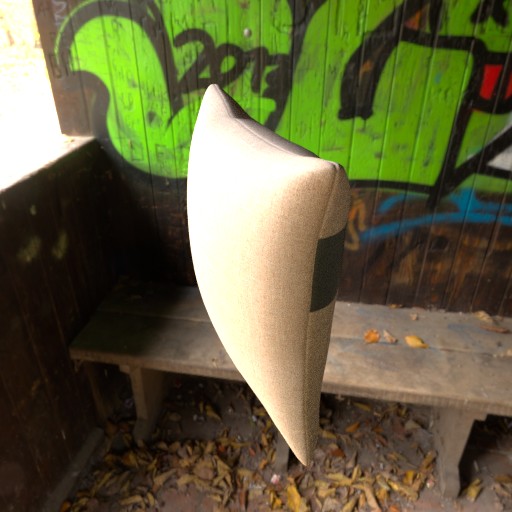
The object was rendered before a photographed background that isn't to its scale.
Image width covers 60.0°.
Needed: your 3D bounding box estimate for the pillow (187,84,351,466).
[{"bbox_3d":[0.000,0.000,0.627,0.173,0.399,0.414,-10,32,-16],"label":"pillow"}]
